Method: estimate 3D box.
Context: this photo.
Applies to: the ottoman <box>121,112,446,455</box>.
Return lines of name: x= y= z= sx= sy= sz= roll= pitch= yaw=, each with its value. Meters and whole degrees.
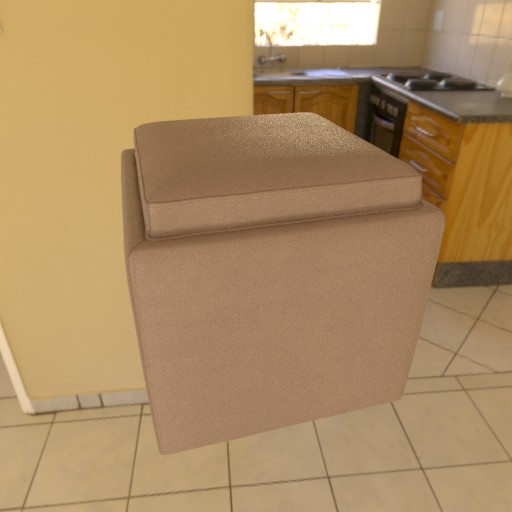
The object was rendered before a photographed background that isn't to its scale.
ottoman: x=0.000 y=0.000 z=0.824 sx=0.450 sy=0.460 sz=0.451 roll=-8 pitch=31 yaw=-13
